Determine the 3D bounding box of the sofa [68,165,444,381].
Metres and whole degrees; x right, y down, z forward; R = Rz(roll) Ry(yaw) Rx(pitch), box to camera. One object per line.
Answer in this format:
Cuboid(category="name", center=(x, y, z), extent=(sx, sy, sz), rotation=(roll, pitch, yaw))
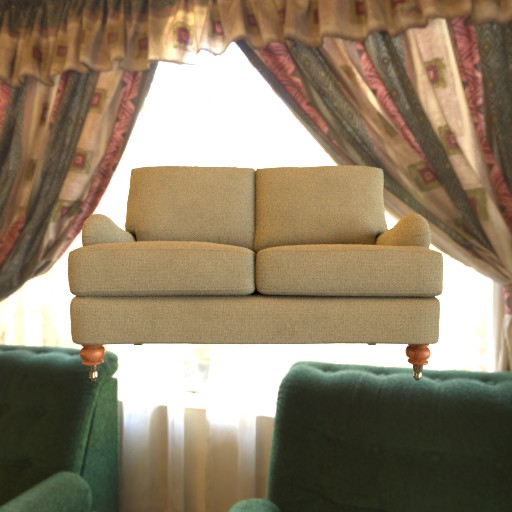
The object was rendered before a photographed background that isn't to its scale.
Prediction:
Cuboid(category="sofa", center=(0.000, 0.000, 2.189), extent=(1.480, 0.999, 1.087), rotation=(0, 0, 0))
